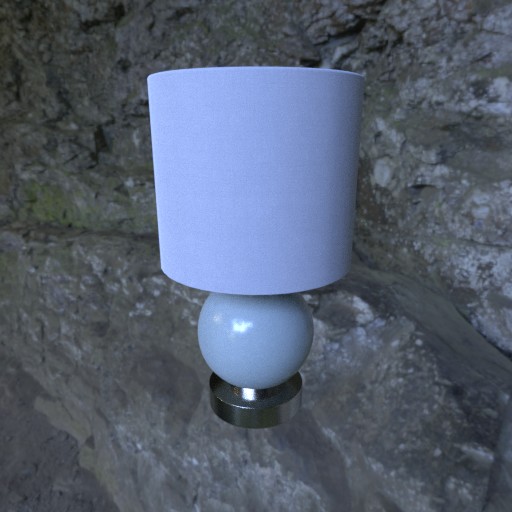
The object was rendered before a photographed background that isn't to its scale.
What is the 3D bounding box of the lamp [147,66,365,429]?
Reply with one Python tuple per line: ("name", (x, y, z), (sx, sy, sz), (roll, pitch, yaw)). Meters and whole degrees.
("lamp", (0.000, 0.000, 0.472), (0.201, 0.353, 0.201), (-8, 19, -25))
